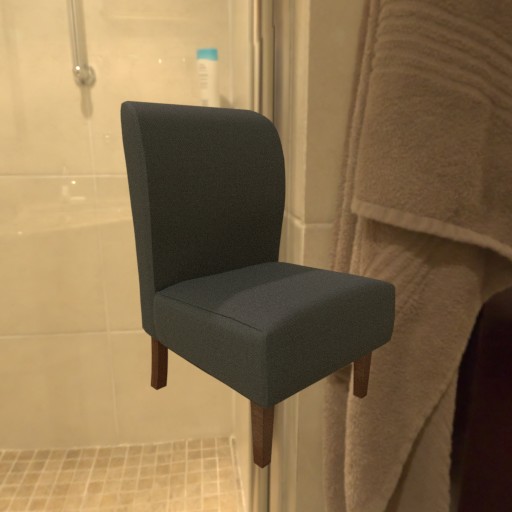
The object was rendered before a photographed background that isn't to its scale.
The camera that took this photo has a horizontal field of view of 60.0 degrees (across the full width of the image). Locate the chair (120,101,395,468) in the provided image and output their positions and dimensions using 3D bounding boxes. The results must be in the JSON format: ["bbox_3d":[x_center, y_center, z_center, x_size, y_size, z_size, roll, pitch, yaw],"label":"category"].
[{"bbox_3d":[0.000,0.000,1.193,0.513,0.804,0.592,-13,19,-43],"label":"chair"}]
